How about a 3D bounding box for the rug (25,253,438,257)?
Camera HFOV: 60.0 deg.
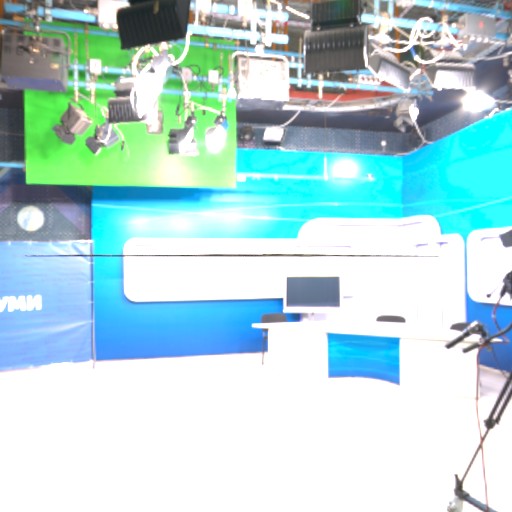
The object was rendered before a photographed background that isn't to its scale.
[{"bbox_3d":[0.000,0.000,4.068,2.432,0.013,3.021,0,0,37],"label":"rug"}]
